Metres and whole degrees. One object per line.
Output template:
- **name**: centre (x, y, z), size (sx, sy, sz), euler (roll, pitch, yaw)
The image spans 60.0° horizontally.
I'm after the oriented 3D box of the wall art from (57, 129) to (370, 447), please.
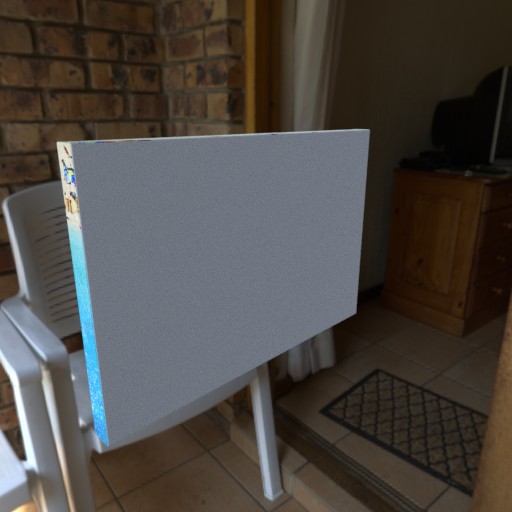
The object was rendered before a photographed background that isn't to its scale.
- **wall art**: centre (0.000, 0.000, 1.120), size (0.894, 0.595, 0.057), euler (-17, 24, -42)
